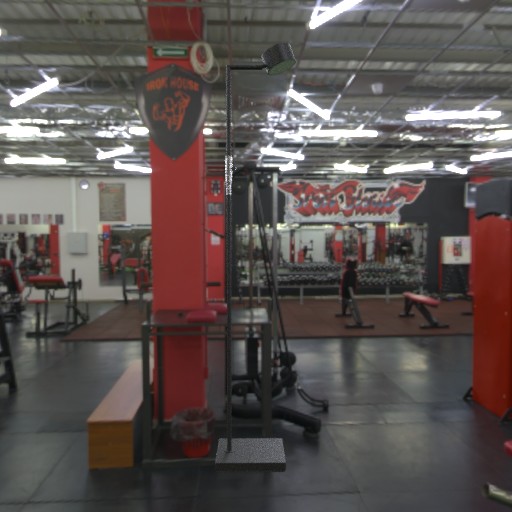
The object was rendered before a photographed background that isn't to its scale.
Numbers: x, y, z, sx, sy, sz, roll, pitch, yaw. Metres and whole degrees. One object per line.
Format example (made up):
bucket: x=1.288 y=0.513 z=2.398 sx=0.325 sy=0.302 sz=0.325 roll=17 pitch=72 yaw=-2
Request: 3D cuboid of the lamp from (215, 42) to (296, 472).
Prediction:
lamp: x=0.000 y=0.000 z=1.713 sx=0.304 sy=1.600 sz=0.203 roll=0 pitch=2 yaw=-1
